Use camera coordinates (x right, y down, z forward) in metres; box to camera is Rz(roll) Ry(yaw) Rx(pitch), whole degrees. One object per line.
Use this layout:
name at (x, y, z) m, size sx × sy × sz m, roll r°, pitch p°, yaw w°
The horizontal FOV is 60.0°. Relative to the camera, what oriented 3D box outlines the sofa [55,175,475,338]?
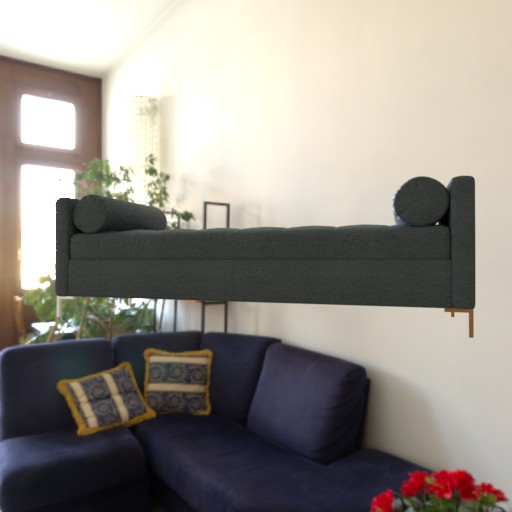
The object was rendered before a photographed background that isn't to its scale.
sofa at (0.000, 0.000, 2.313) m, size 1.981 × 0.635 × 0.686 m, roll 0°, pitch 0°, yaw 18°
